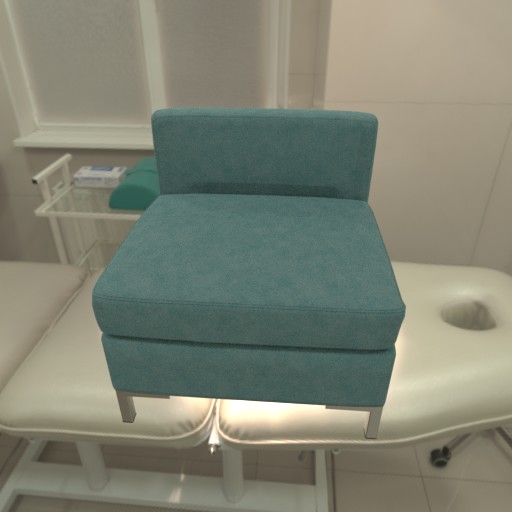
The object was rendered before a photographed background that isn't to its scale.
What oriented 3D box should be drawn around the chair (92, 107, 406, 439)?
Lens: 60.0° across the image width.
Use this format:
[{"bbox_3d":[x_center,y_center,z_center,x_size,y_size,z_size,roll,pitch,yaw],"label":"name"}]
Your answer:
[{"bbox_3d":[0.000,0.000,1.229,0.684,0.660,0.685,2,31,4],"label":"chair"}]
